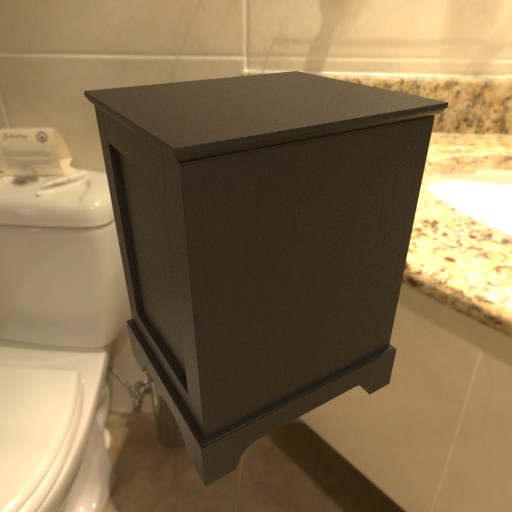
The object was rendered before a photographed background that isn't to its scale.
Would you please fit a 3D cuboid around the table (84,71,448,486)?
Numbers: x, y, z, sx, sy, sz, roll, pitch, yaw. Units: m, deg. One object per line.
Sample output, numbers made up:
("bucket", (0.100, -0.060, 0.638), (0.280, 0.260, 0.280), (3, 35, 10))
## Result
("table", (0.000, 0.000, 0.884), (0.460, 0.610, 0.399), (-17, 35, -27))
